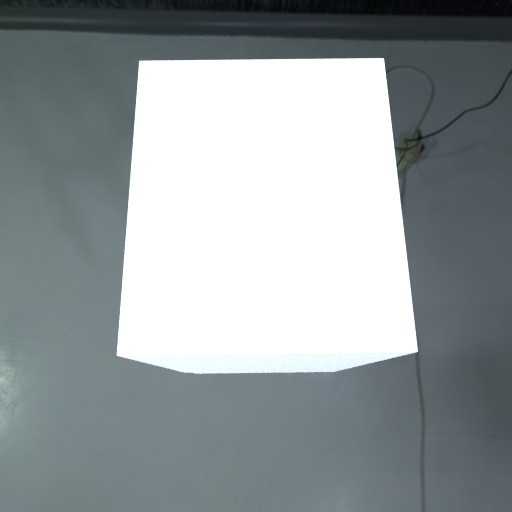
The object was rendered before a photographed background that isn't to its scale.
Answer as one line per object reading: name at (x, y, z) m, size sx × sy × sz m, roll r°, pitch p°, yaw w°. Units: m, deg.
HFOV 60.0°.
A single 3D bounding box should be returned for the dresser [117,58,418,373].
dresser at (0.000, 0.000, 0.824) m, size 0.360 × 0.560 × 0.400 m, roll -1°, pitch 73°, yaw 0°
